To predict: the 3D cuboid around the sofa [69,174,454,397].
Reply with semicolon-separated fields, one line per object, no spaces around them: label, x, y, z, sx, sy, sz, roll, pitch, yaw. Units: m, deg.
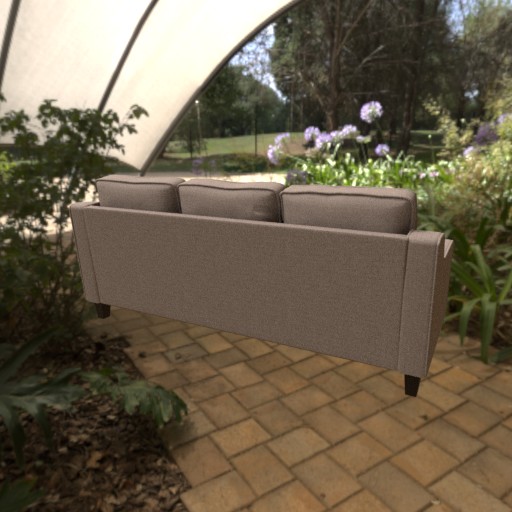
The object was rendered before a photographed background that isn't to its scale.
sofa;0.000;0.000;2.690;2.129;0.950;0.899;8;16;27
